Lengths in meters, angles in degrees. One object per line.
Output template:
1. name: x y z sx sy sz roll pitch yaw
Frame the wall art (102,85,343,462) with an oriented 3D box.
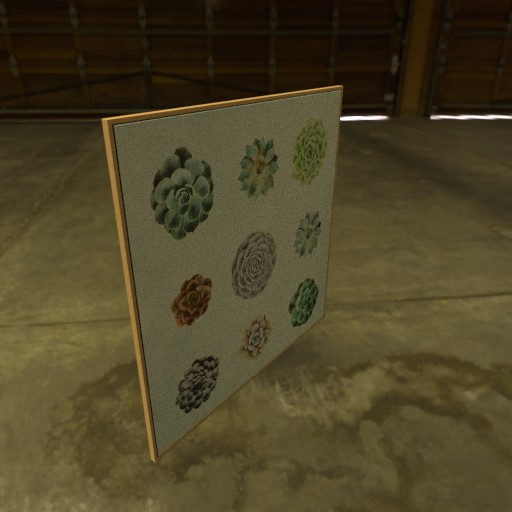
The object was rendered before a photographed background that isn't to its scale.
1. wall art: 0.000 0.000 0.970 0.014 0.655 0.657 19 31 34
